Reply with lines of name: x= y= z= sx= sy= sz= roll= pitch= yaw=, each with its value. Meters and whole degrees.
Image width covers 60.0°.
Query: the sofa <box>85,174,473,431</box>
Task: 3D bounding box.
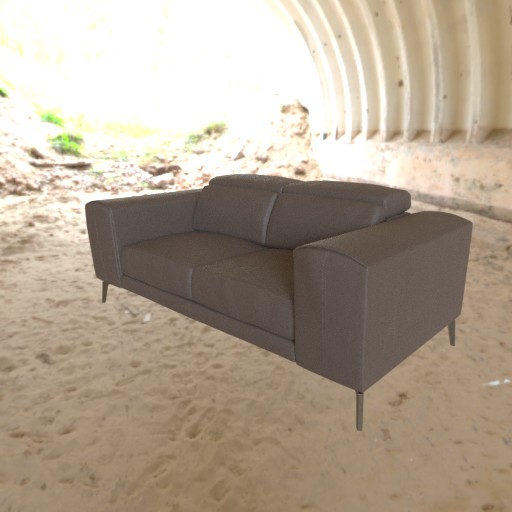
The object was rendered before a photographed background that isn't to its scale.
sofa: x=0.000 y=0.000 z=2.397 sx=1.895 sy=0.779 sz=1.003 roll=14 pitch=21 yaw=41
